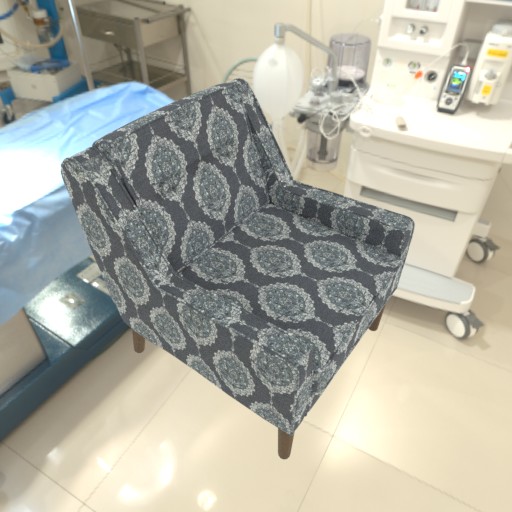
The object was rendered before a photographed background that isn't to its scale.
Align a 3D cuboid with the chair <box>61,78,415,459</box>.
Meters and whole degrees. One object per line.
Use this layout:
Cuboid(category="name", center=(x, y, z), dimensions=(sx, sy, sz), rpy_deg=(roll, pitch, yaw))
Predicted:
Cuboid(category="chair", center=(0.000, 0.000, 1.327), dimensions=(0.743, 0.792, 0.663), rpy_deg=(26, 48, 27))
